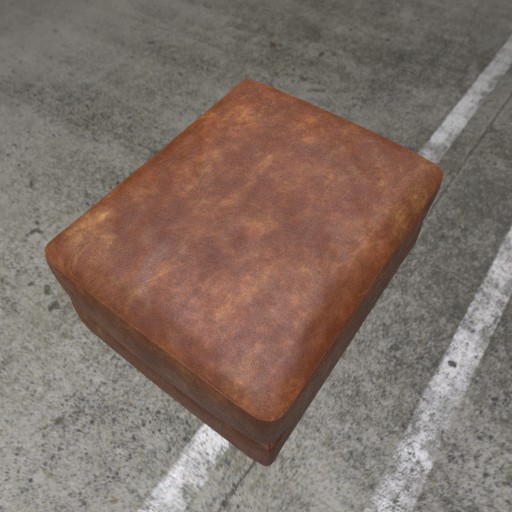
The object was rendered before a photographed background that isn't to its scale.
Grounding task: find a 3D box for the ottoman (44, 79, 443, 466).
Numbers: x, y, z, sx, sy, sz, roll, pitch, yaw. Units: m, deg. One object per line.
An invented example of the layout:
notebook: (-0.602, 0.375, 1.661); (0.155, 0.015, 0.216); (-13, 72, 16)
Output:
ottoman: (0.000, 0.000, 1.111); (0.603, 0.476, 0.751); (31, 62, 19)
